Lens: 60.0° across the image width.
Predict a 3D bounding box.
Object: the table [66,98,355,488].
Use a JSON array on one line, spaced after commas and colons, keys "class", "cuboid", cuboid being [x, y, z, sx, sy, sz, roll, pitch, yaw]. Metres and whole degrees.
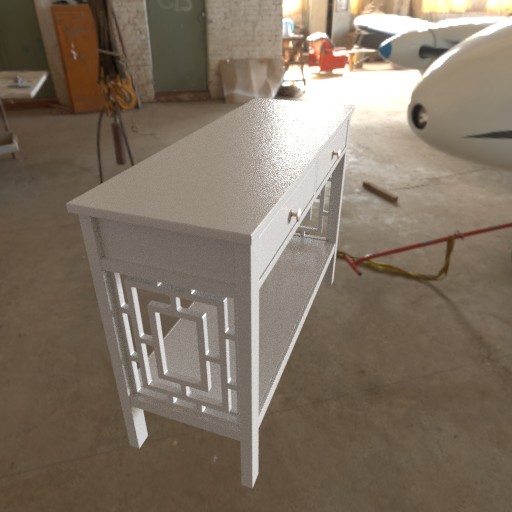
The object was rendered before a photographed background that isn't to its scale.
[{"class": "table", "cuboid": [0.000, 0.000, 1.426, 0.397, 0.753, 1.068, 11, 32, 17]}]
